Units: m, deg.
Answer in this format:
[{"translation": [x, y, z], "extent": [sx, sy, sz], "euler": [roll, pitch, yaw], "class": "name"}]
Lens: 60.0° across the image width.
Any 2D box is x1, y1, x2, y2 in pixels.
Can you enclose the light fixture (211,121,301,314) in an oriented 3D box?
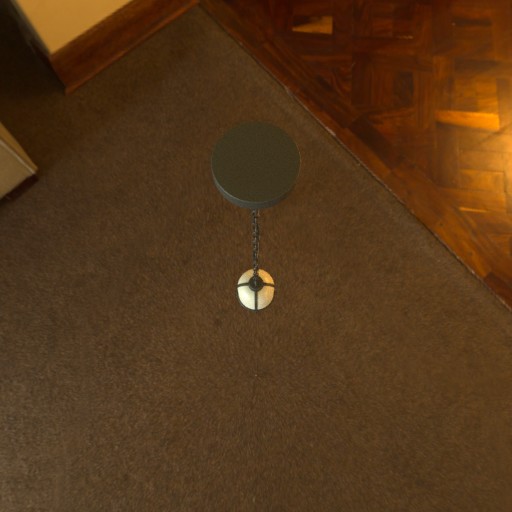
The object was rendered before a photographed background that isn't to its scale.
[{"translation": [0.000, 0.000, 1.283], "extent": [0.178, 1.181, 0.178], "euler": [0, 75, 0], "class": "light fixture"}]
